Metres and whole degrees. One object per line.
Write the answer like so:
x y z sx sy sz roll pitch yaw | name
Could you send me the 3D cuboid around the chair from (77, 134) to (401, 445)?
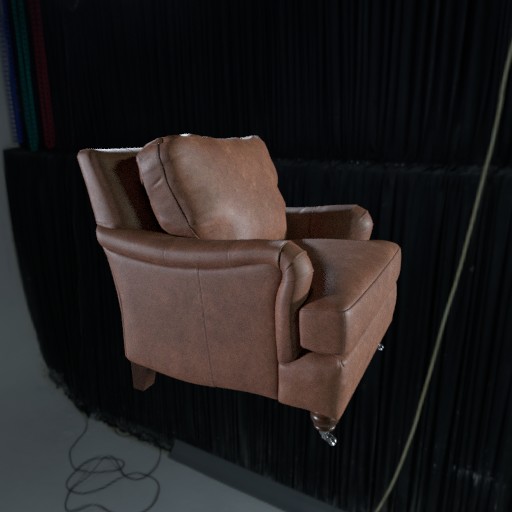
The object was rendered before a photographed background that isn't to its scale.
0.000 0.000 1.986 1.158 1.055 0.986 8 17 26 | chair
